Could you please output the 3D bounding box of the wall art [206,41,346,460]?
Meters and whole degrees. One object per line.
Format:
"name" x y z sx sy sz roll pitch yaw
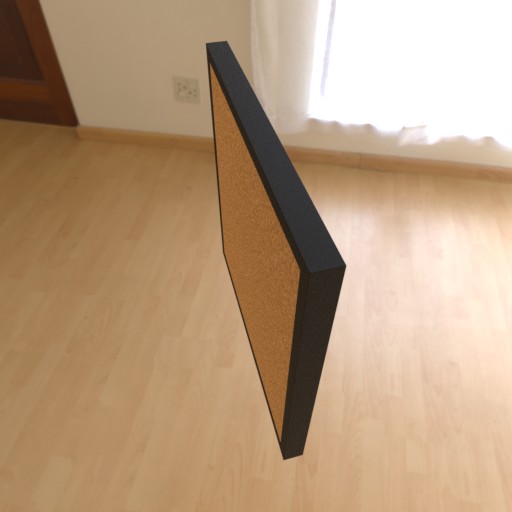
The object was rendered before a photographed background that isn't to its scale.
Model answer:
"wall art" 0.000 0.000 0.747 0.036 0.503 0.506 -11 49 -10
